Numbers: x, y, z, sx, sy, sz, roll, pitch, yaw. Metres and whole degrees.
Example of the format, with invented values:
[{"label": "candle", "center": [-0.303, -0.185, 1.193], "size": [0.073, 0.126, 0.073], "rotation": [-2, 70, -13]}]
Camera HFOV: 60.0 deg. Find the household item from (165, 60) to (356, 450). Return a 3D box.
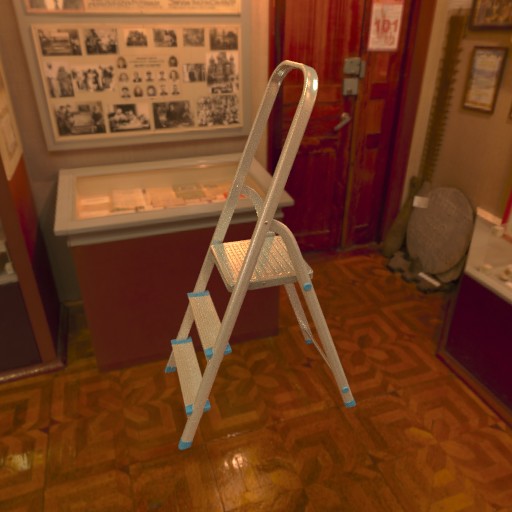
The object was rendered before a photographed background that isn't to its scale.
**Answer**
[{"label": "household item", "center": [0.000, 0.000, 1.519], "size": [0.687, 1.215, 0.420], "rotation": [-8, 30, -15]}]
